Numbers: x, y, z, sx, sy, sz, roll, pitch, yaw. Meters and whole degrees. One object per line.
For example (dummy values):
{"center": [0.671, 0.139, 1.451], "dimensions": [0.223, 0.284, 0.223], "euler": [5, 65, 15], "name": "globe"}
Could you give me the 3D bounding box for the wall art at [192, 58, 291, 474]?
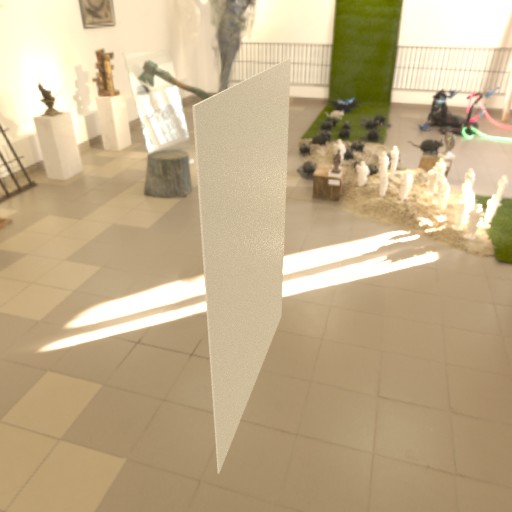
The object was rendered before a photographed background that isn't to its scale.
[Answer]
{"center": [0.000, 0.000, 0.799], "dimensions": [0.003, 0.609, 0.457], "euler": [8, 31, 14], "name": "wall art"}
